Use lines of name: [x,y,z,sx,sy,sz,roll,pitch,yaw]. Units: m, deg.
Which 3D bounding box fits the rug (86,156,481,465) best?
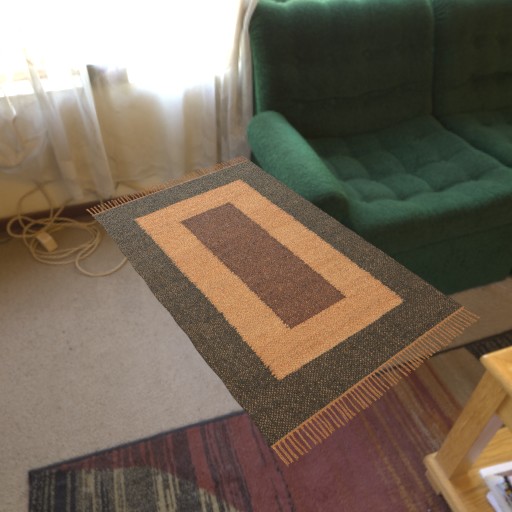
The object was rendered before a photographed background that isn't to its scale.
rug: [0.000,0.000,1.881,0.920,0.013,1.541,-25,47,-26]
